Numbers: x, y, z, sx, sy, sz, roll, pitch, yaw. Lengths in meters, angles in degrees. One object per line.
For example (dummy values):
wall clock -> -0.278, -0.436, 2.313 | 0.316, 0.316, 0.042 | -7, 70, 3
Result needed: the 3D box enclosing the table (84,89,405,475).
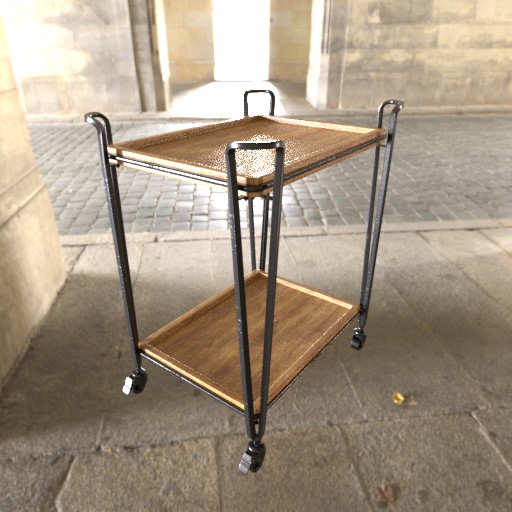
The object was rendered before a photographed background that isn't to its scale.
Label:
table -> 0.000, 0.000, 1.223 | 0.505, 0.785, 0.672 | 19, 32, 33
